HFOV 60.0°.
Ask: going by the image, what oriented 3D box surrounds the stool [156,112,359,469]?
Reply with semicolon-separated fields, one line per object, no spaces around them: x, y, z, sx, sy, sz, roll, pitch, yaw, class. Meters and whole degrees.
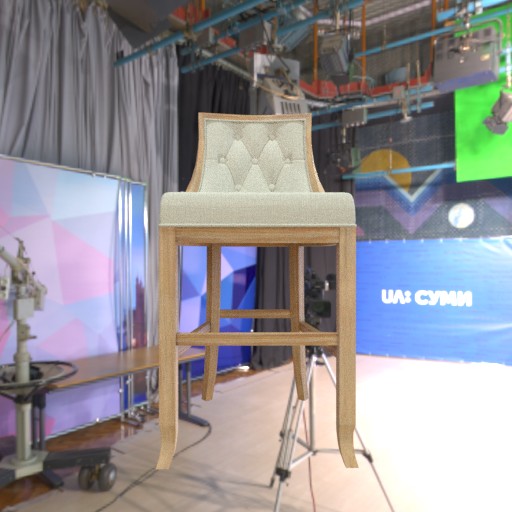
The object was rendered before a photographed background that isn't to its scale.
0.000;0.000;1.452;0.524;1.101;0.626;0;0;-1;stool
